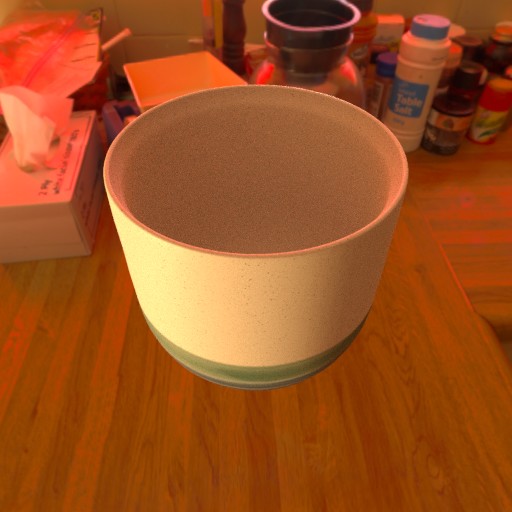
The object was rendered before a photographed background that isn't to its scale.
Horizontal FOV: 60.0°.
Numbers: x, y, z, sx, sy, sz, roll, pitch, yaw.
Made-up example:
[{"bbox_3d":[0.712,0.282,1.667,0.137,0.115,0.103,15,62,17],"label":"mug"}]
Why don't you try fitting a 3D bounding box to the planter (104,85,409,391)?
[{"bbox_3d":[0.000,0.000,0.492,0.268,0.270,0.268,0,46,0],"label":"planter"}]
